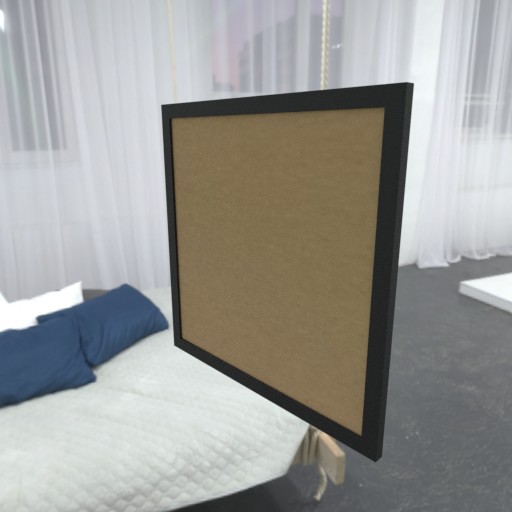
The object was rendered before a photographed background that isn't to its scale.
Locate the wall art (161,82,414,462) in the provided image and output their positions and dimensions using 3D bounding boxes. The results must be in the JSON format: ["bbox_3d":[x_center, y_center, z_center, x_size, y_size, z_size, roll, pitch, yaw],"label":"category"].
[{"bbox_3d":[0.000,0.000,0.526,0.012,0.357,0.358,-14,21,-42],"label":"wall art"}]
